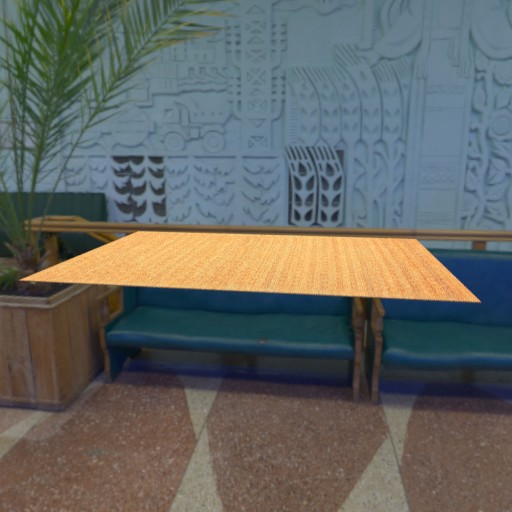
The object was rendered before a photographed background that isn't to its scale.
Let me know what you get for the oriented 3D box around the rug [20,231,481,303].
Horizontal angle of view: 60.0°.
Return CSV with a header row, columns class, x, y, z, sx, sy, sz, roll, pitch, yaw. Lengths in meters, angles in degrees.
class,x,y,z,sx,sy,sz,roll,pitch,yaw
rug,0.000,0.000,2.898,2.285,0.006,1.524,2,13,9
